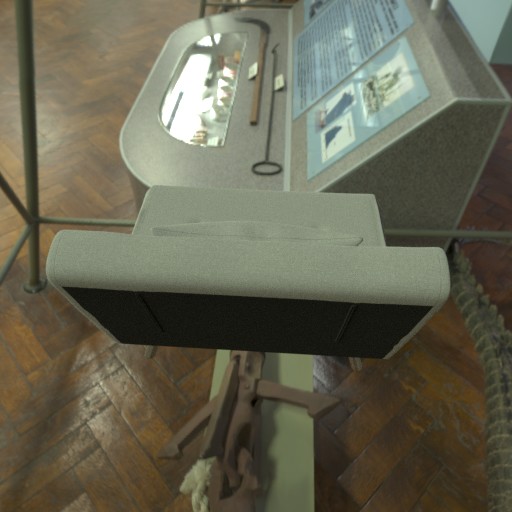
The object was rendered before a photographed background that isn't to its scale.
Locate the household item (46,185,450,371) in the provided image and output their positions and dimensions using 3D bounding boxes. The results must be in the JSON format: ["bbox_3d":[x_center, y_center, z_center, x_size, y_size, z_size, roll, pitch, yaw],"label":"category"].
[{"bbox_3d":[0.000,0.000,1.609,1.000,0.800,0.874,3,46,3],"label":"household item"}]
